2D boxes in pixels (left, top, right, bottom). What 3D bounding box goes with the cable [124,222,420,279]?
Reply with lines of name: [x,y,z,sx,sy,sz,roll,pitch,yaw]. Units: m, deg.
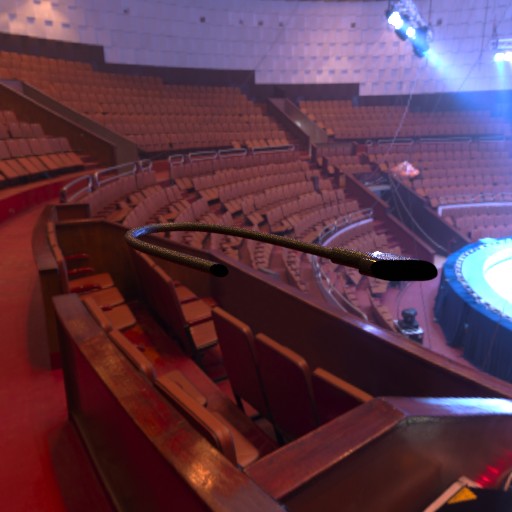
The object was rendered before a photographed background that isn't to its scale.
cable: [0.000,0.000,0.112,0.041,0.005,0.098,-15,21,-43]
